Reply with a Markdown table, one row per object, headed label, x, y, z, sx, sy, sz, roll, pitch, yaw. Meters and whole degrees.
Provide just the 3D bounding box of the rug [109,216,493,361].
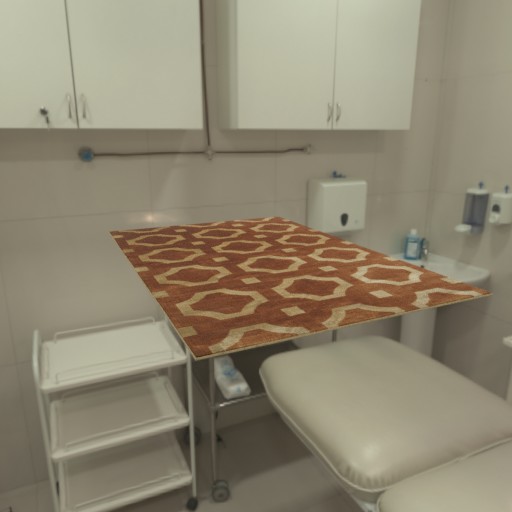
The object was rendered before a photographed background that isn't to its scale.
| label | x | y | z | sx | sy | sz | roll | pitch | yaw |
| --- | --- | --- | --- | --- | --- | --- | --- | --- | --- |
| rug | 0.000 | 0.000 | 2.900 | 1.555 | 0.016 | 2.286 | -7 | 17 | -24 |
